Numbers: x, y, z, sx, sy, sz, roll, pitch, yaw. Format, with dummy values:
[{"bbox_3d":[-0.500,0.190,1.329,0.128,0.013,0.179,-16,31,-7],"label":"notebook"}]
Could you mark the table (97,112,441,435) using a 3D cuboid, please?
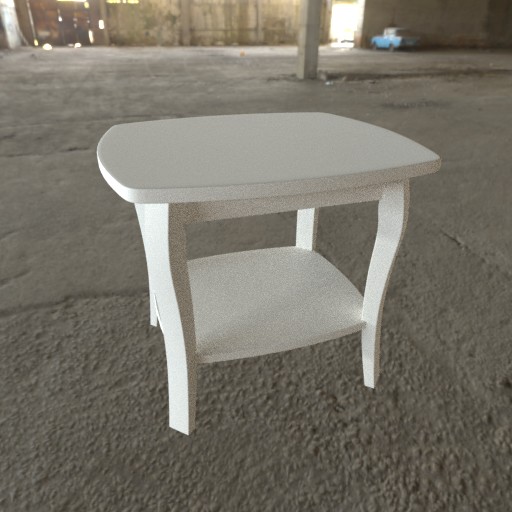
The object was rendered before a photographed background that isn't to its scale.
[{"bbox_3d":[0.000,0.000,0.835,0.502,0.438,0.451,-8,29,-16],"label":"table"}]
